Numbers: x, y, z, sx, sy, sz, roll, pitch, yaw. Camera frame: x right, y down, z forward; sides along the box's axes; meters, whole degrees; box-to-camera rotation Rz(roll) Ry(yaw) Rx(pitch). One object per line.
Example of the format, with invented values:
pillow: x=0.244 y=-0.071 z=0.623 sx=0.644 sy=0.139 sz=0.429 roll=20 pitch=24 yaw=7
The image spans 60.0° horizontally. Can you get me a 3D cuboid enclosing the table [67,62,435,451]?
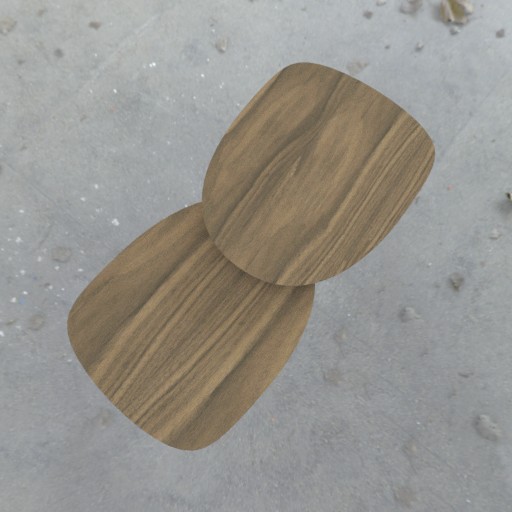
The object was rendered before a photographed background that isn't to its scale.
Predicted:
table: x=0.000 y=0.000 z=1.337 sx=0.527 sy=0.429 sz=1.084 roll=39 pitch=78 yaw=10
